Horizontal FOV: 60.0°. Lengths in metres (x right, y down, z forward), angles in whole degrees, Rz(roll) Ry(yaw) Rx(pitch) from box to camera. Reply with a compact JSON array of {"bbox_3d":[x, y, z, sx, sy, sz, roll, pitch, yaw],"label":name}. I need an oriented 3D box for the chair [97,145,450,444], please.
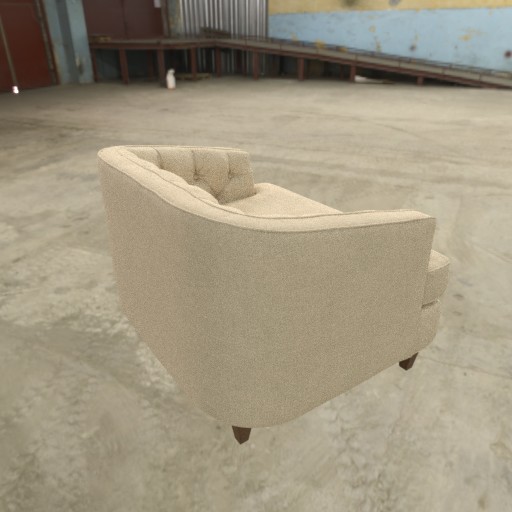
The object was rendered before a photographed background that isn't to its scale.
[{"bbox_3d":[0.000,0.000,1.702,0.914,0.787,1.118,-18,32,-31],"label":"chair"}]
